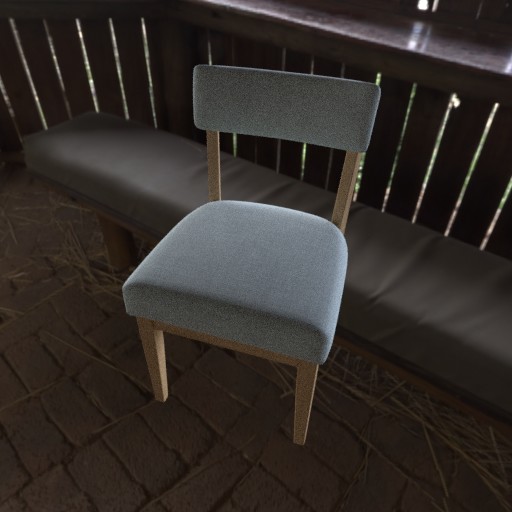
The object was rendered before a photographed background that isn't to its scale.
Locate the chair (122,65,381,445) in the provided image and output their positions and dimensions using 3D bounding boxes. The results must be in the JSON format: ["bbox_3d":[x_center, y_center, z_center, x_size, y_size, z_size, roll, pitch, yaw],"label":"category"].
[{"bbox_3d":[0.000,0.000,1.214,0.508,0.832,0.572,12,42,14],"label":"chair"}]
